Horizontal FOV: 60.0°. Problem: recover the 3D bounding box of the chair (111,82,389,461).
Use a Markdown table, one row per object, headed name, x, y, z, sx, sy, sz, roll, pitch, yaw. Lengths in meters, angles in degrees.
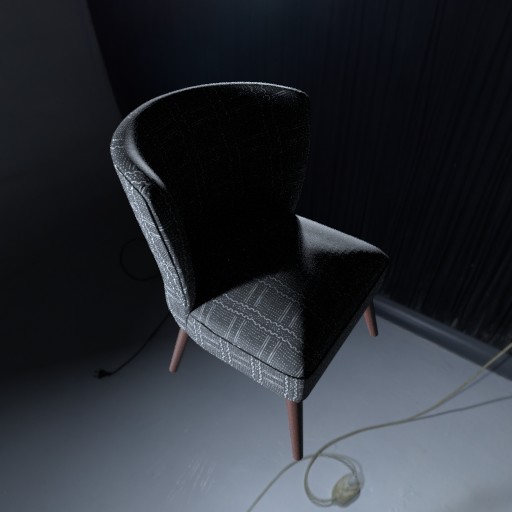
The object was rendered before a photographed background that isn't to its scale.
| name | x | y | z | sx | sy | sz | roll | pitch | yaw |
| --- | --- | --- | --- | --- | --- | --- | --- | --- | --- |
| chair | 0.000 | 0.000 | 1.421 | 0.758 | 0.866 | 0.710 | 25 | 47 | 25 |
